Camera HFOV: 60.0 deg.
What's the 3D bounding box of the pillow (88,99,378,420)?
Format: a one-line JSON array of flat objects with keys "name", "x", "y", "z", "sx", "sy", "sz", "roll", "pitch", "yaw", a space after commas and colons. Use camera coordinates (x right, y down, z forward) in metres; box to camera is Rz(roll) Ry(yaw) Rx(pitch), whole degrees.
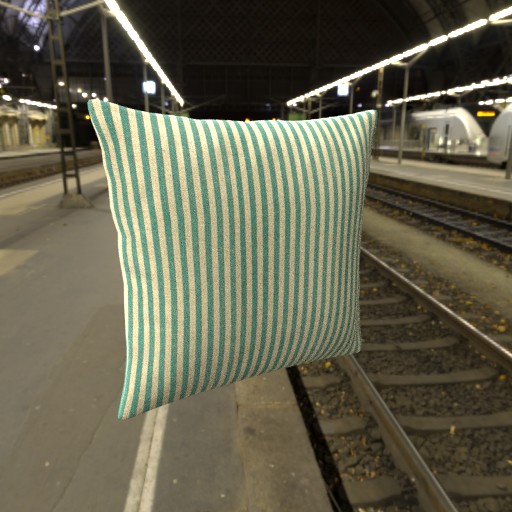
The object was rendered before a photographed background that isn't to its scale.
[{"name": "pillow", "x": 0.000, "y": 0.000, "z": 0.792, "sx": 0.523, "sy": 0.510, "sz": 0.166, "roll": -8, "pitch": 17, "yaw": -26}]
